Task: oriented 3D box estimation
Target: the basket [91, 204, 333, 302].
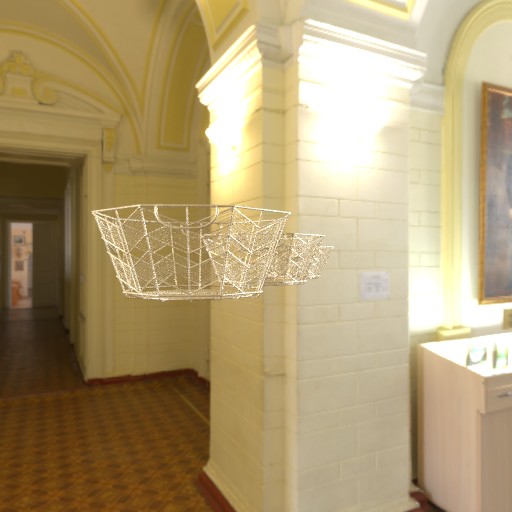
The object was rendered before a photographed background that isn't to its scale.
[{"bbox_3d":[0.000,0.000,1.361,0.432,0.178,1.246,0,0,19],"label":"basket"}]
